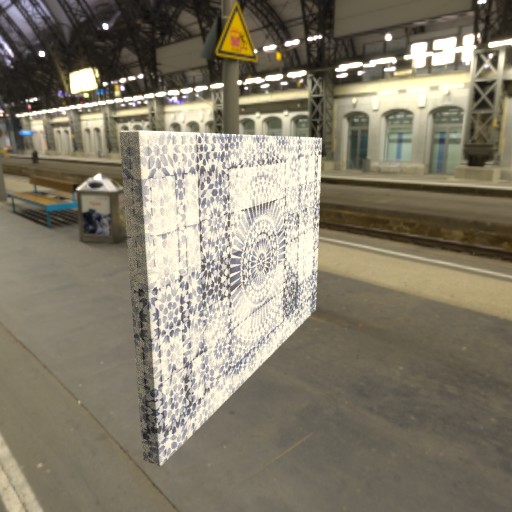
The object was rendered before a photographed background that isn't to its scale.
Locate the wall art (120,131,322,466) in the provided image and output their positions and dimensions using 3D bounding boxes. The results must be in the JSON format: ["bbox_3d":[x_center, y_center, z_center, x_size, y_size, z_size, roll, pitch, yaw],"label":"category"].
[{"bbox_3d":[0.000,0.000,0.775,0.030,0.406,0.608,7,16,25],"label":"wall art"}]
